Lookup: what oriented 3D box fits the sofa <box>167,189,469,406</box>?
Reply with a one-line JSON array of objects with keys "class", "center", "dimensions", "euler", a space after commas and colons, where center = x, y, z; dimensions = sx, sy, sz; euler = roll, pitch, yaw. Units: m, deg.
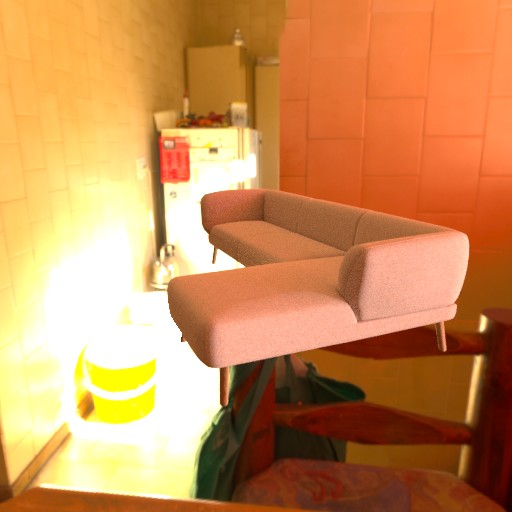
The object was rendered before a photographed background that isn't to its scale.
[{"class": "sofa", "center": [0.000, 0.000, 3.339], "dimensions": [1.610, 0.730, 2.660], "euler": [-6, 16, -23]}]
